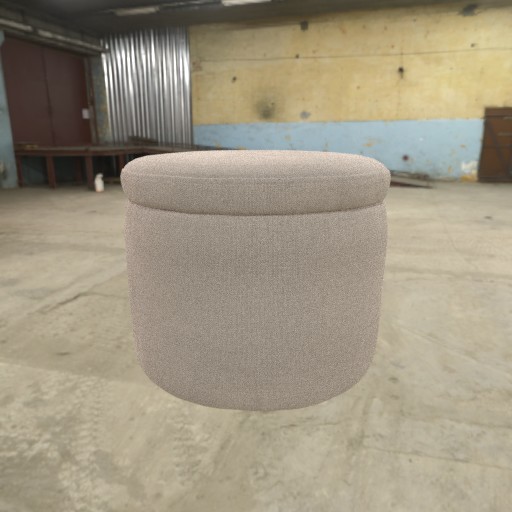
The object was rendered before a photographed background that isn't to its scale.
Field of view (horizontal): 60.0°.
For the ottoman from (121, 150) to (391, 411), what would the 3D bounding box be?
[{"bbox_3d":[0.000,0.000,0.885,0.497,0.409,0.497,0,15,0],"label":"ottoman"}]
